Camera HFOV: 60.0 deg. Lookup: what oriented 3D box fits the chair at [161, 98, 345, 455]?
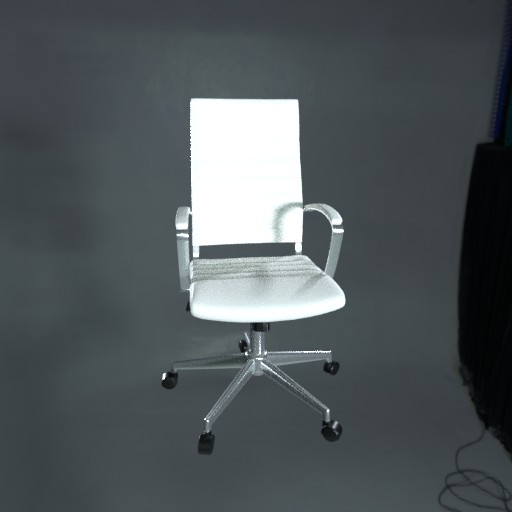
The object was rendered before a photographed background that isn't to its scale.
[{"bbox_3d":[0.000,0.000,1.662,0.766,1.149,0.739,-2,16,-8],"label":"chair"}]
